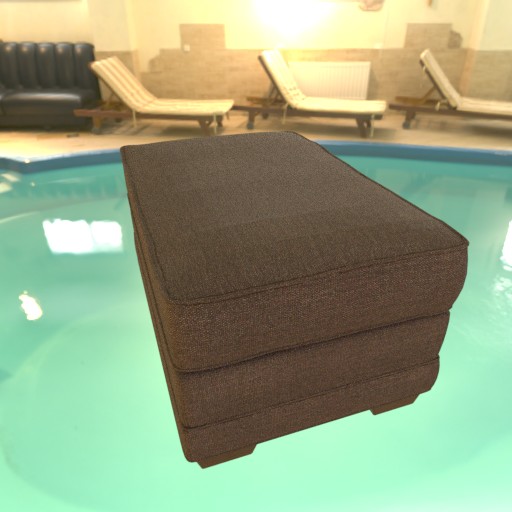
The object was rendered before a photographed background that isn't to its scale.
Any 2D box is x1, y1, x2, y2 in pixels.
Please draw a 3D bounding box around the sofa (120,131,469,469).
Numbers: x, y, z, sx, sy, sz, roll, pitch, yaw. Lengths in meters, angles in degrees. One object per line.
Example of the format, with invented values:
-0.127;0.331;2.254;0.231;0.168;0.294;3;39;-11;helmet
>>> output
0.000;0.000;1.166;0.578;0.457;0.854;-10;32;-17;sofa
